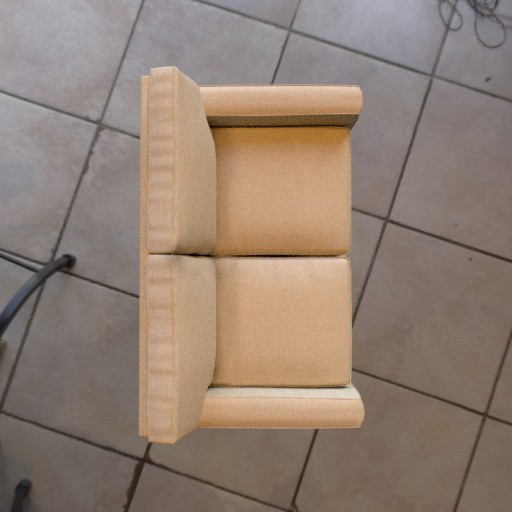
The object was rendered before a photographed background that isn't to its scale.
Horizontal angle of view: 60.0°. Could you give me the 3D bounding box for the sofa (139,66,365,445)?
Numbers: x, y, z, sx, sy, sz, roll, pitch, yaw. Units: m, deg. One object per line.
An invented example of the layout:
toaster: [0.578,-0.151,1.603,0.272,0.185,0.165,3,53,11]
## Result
sofa: [0.000,0.000,2.035,0.942,0.853,1.484,0,89,1]
